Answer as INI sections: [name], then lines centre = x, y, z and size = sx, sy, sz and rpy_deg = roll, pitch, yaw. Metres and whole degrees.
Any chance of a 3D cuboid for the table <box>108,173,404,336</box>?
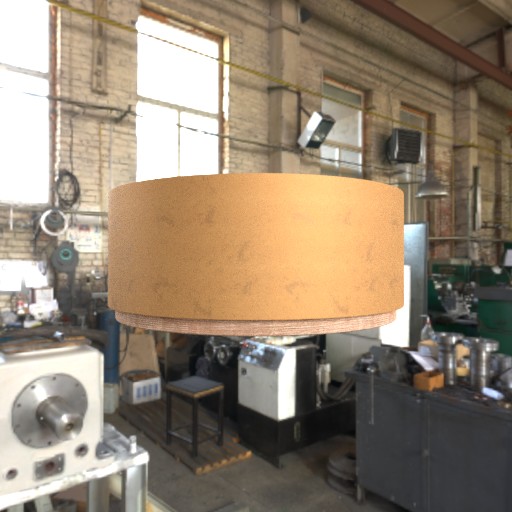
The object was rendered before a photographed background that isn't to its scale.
[table]
centre = 0.000, 0.000, 1.580
size = 1.001, 0.409, 1.001
rpy_deg = 0, 0, 0
